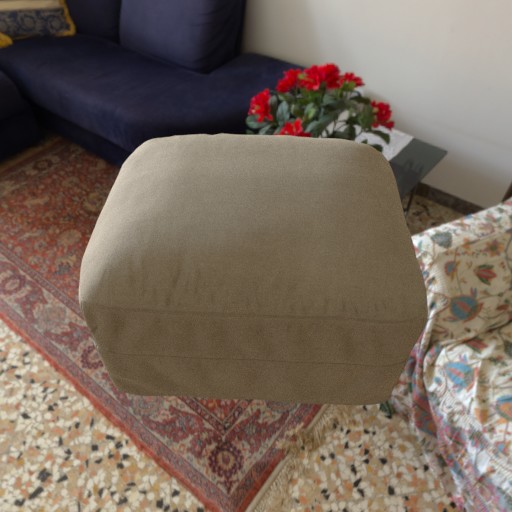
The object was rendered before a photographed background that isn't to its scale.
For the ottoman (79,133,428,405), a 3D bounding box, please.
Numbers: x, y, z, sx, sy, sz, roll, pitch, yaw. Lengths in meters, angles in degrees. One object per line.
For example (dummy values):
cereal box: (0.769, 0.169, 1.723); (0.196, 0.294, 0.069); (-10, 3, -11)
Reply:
ottoman: (0.000, 0.000, 1.097); (0.712, 0.480, 0.584); (2, 47, 2)
